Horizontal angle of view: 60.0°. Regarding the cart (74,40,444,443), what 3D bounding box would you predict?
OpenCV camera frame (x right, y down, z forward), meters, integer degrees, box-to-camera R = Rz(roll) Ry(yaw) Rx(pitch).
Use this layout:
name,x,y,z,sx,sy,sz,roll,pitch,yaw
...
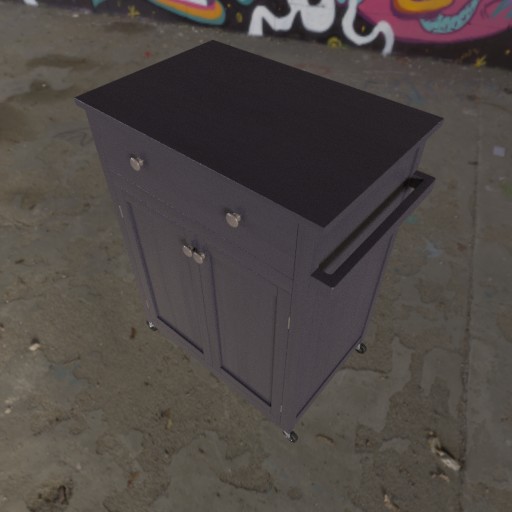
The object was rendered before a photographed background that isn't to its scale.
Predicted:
name,x,y,z,sx,sy,sz,roll,pitch,yaw
cart,0.000,0.000,1.245,0.690,0.878,0.449,31,53,27
